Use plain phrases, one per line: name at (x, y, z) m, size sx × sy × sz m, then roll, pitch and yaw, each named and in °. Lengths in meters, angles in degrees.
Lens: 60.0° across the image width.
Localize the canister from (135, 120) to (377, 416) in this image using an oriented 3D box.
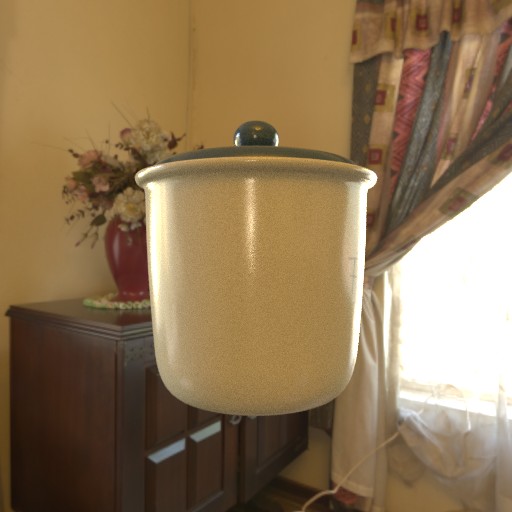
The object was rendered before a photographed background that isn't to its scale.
canister at (0.000, 0.000, 0.346) m, size 0.182 × 0.208 × 0.182 m, roll 0°, pitch 1°, yaw 0°
